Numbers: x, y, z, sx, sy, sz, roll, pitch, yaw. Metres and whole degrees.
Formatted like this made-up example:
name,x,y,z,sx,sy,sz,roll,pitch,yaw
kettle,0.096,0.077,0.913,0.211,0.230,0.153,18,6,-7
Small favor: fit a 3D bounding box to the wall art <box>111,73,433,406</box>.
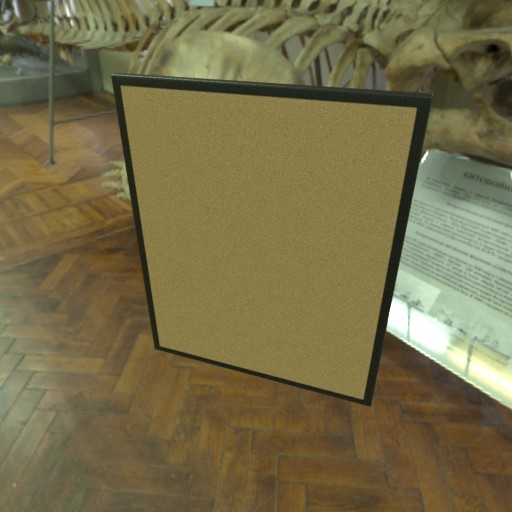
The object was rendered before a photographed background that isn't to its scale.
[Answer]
name,x,y,z,sx,sy,sz,roll,pitch,yaw
wall art,0.000,0.000,0.787,0.481,0.582,0.018,10,33,17
